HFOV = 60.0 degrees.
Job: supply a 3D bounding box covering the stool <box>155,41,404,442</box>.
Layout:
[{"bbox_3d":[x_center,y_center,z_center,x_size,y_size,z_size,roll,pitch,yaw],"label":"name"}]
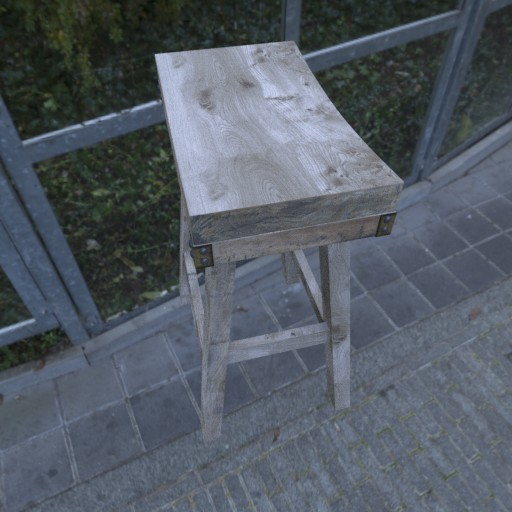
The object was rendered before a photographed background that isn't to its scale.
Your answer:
[{"bbox_3d":[0.000,0.000,0.876,0.330,0.635,0.450,-10,47,-9],"label":"stool"}]
